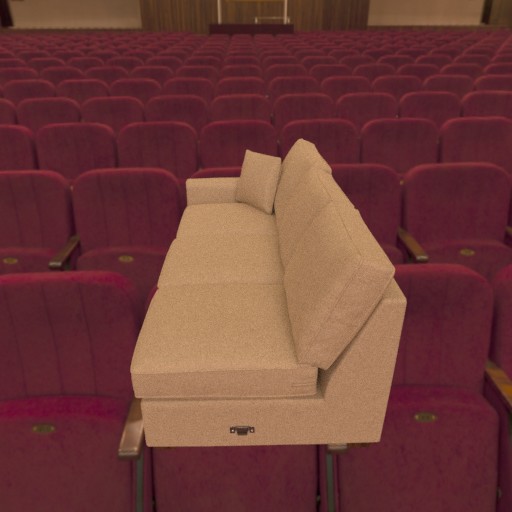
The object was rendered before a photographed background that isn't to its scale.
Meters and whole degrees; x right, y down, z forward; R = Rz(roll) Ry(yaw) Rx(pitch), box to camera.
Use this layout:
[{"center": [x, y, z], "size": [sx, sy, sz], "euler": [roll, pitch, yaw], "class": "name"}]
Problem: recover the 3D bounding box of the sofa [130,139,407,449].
[{"center": [0.000, 0.000, 2.537], "size": [1.034, 0.946, 1.962], "euler": [-1, 27, -1], "class": "sofa"}]
